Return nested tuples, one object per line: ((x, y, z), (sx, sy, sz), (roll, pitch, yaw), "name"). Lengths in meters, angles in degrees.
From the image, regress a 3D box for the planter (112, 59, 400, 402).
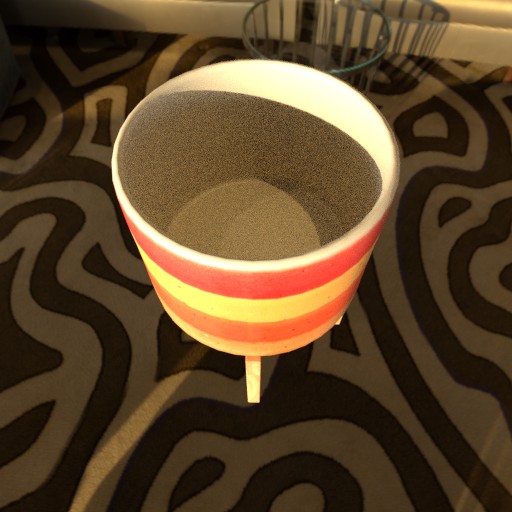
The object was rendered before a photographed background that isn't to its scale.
((0.000, 0.000, 0.557), (0.269, 0.379, 0.269), (0, 58, 0), "planter")
